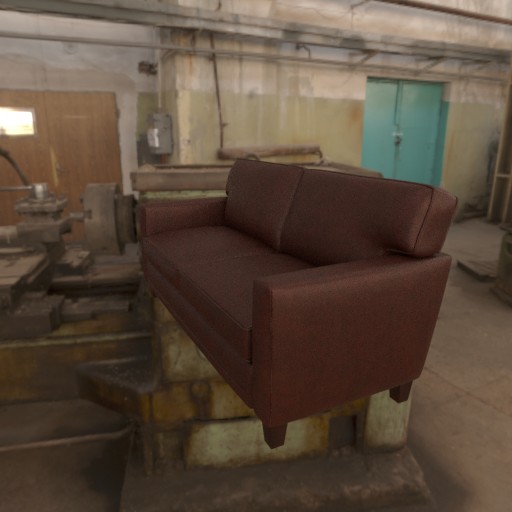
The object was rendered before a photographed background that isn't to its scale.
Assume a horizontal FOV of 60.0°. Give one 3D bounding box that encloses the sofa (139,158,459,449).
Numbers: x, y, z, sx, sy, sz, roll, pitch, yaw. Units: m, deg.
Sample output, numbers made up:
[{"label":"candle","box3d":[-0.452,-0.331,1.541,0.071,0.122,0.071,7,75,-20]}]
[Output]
[{"label":"sofa","box3d":[0.000,0.000,2.404,0.912,0.928,1.876,-8,18,-26]}]
